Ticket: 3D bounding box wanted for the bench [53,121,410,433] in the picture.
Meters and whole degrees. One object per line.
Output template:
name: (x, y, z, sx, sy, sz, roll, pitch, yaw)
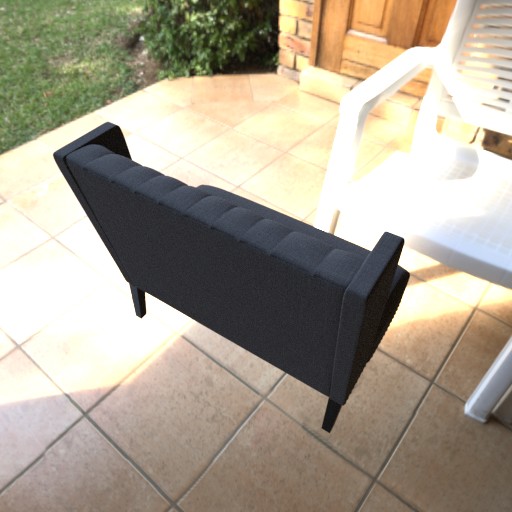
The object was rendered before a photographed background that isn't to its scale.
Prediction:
bench: (0.000, 0.000, 2.038, 1.276, 1.121, 0.842, 25, 51, 22)
